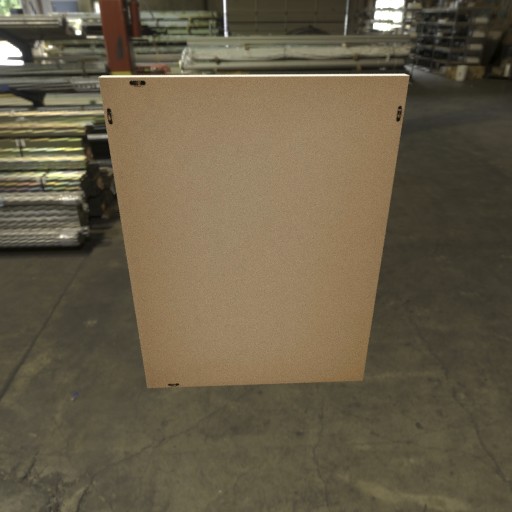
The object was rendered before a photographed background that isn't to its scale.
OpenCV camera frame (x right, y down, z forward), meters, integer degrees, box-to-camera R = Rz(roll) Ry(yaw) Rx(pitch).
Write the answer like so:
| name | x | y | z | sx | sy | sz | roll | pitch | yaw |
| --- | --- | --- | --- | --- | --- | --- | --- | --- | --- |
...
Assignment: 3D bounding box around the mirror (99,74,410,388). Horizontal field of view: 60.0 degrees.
| name | x | y | z | sx | sy | sz | roll | pitch | yaw |
| --- | --- | --- | --- | --- | --- | --- | --- | --- | --- |
| mirror | 0.000 | 0.000 | 1.339 | 0.762 | 1.016 | 0.040 | -1 | 28 | -2 |
